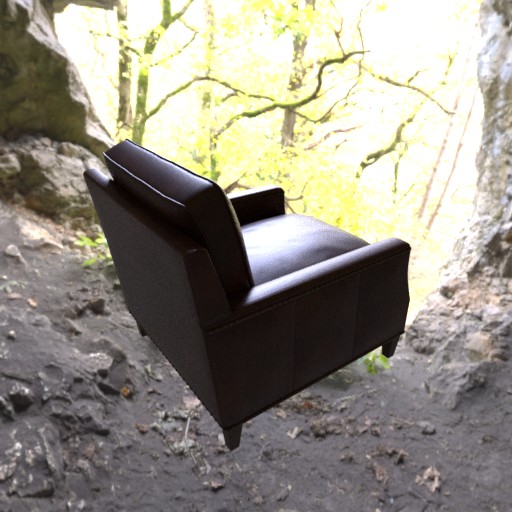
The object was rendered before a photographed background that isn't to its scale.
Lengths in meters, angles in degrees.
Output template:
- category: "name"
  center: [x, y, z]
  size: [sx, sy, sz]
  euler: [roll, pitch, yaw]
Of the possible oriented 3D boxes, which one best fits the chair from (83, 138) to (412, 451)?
- category: "chair"
  center: [0.000, 0.000, 1.785]
  size: [1.014, 0.929, 0.853]
  euler: [-18, 33, -31]
